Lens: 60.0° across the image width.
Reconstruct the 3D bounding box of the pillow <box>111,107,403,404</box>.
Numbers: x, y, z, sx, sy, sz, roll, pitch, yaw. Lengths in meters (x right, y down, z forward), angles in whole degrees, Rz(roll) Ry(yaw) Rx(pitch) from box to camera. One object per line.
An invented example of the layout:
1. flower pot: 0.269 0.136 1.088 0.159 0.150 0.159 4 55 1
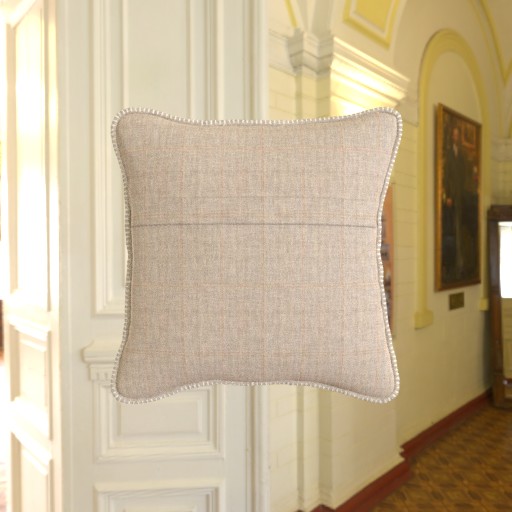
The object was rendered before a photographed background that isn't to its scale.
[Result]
1. pillow: 0.000 0.000 0.739 0.485 0.494 0.124 0 1 0
